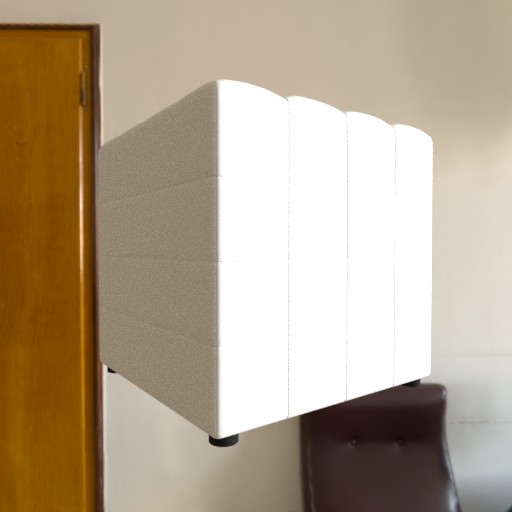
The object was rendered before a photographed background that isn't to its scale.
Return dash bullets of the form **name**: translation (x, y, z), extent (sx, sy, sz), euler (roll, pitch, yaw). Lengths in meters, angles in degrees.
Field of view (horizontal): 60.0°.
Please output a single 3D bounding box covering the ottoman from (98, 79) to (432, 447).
- **ottoman**: translation (0.000, 0.000, 0.786), extent (0.425, 0.432, 0.425), euler (-1, 1, -36)
